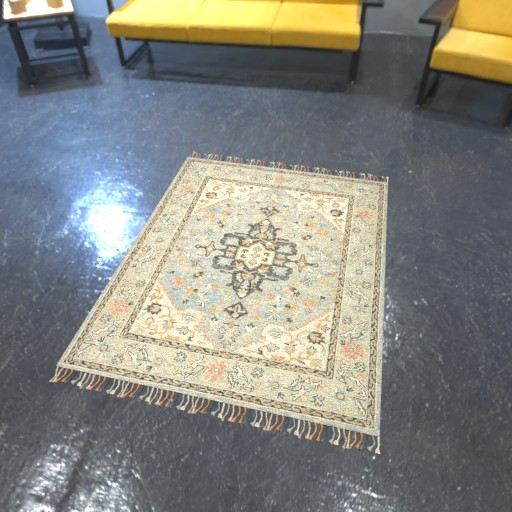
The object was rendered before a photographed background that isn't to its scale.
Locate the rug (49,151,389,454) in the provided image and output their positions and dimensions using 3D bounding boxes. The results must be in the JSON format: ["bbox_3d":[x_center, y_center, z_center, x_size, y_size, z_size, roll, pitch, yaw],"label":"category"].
[{"bbox_3d":[0.000,0.000,2.227,1.278,0.009,1.730,9,45,9],"label":"rug"}]
